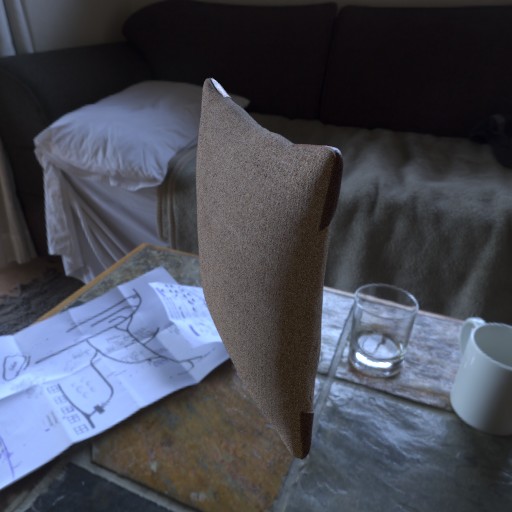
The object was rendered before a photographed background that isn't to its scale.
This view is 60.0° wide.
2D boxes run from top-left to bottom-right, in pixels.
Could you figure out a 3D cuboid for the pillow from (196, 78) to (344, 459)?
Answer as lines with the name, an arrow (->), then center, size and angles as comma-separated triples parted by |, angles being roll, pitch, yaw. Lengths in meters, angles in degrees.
pillow -> 0.000, 0.000, 0.668 | 0.147, 0.448, 0.437 | -11, 32, -18
